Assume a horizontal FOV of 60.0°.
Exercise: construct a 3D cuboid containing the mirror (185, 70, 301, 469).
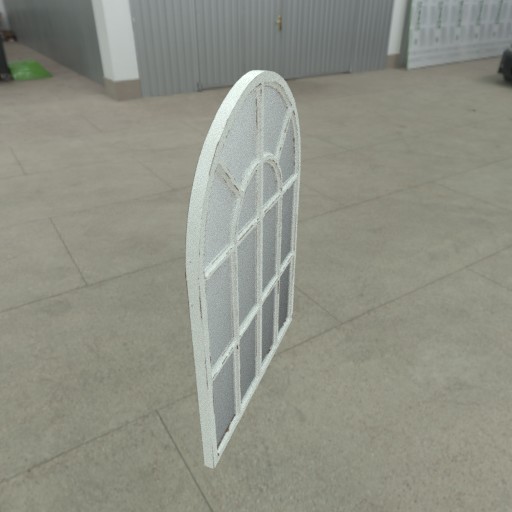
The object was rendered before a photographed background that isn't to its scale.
[{"bbox_3d":[0.000,0.000,1.183,0.032,0.920,0.660,12,33,19],"label":"mirror"}]
